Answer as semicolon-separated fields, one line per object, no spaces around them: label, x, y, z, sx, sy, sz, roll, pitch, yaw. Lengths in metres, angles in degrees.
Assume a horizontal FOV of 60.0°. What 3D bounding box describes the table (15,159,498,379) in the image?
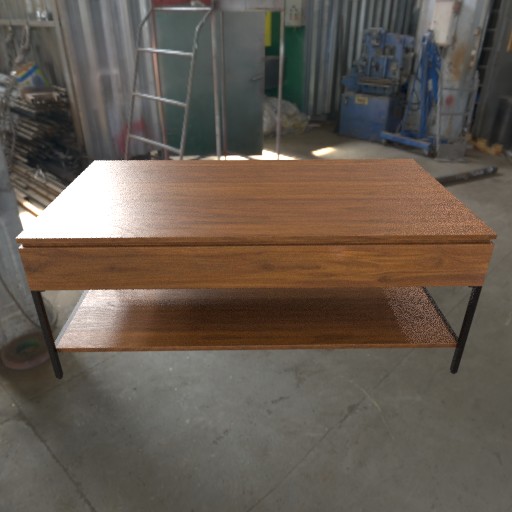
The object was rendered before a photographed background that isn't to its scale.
table;0.000;0.000;1.321;1.057;0.414;0.574;-1;29;-1
